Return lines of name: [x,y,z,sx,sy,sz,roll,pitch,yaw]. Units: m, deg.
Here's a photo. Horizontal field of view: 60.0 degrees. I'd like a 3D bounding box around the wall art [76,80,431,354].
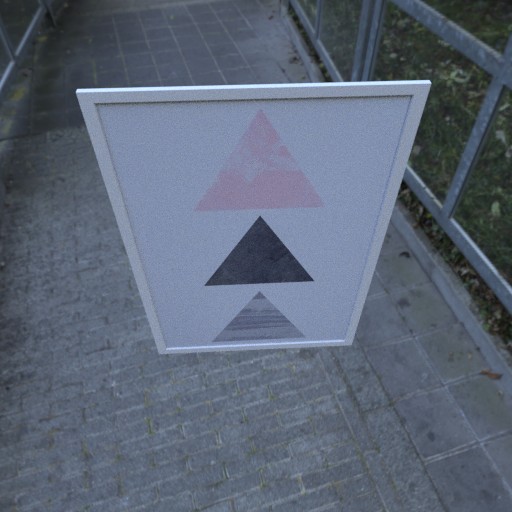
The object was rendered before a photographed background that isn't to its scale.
wall art: [0.000,0.000,1.172,0.659,0.940,0.013,-2,48,-2]
